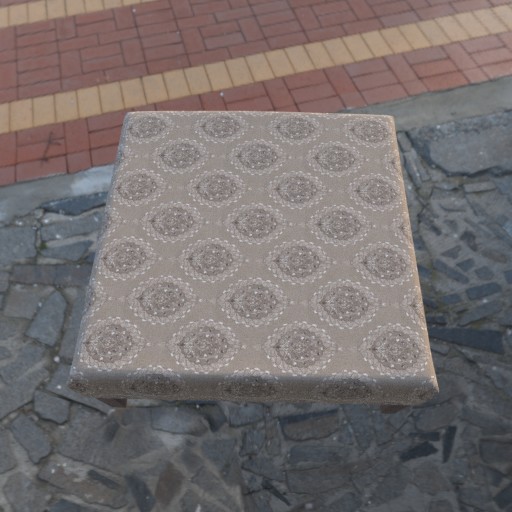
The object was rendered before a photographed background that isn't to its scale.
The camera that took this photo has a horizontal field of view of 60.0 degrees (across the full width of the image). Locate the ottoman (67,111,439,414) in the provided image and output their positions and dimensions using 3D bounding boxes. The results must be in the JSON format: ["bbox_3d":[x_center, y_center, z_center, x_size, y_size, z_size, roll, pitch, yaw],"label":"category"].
[{"bbox_3d":[0.000,0.000,1.388,0.890,0.411,0.889,1,63,1],"label":"ottoman"}]
